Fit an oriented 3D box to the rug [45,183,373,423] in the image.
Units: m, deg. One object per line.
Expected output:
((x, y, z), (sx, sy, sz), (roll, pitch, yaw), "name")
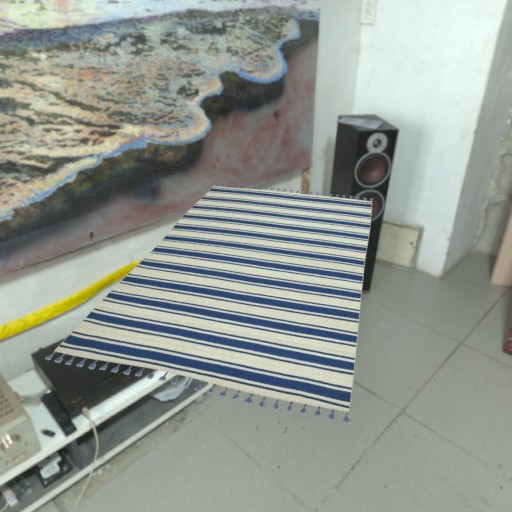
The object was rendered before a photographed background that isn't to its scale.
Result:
((0.000, 0.000, 2.561), (1.248, 0.009, 2.108), (8, 31, 13), "rug")
